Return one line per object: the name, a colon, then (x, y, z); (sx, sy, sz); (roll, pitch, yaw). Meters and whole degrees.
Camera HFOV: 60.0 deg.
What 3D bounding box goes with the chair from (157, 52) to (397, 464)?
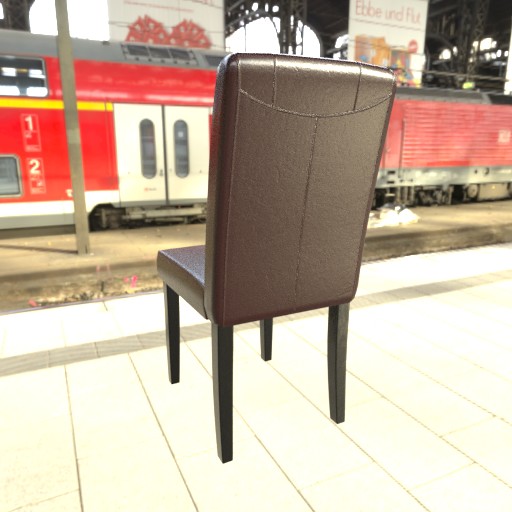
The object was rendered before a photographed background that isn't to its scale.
chair: (0.000, 0.000, 1.179); (0.399, 0.897, 0.556); (-7, 15, -27)
